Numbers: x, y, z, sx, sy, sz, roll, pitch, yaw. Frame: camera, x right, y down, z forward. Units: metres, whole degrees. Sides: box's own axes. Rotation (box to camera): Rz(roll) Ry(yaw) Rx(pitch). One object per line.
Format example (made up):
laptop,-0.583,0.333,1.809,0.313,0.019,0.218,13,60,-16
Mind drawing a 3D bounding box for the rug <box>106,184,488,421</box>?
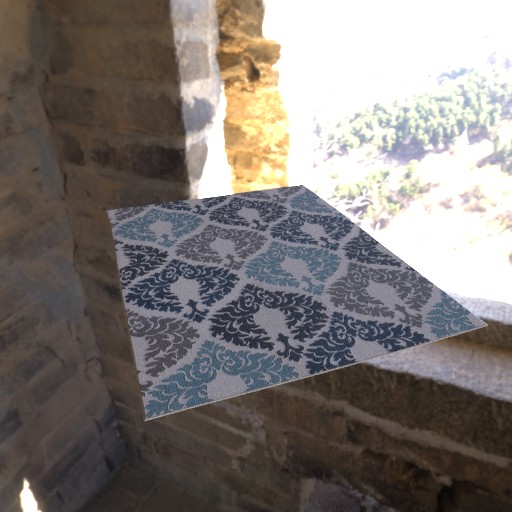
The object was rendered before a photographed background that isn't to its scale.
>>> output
rug,0.000,0.000,4.027,2.423,0.014,3.040,-10,31,-18
